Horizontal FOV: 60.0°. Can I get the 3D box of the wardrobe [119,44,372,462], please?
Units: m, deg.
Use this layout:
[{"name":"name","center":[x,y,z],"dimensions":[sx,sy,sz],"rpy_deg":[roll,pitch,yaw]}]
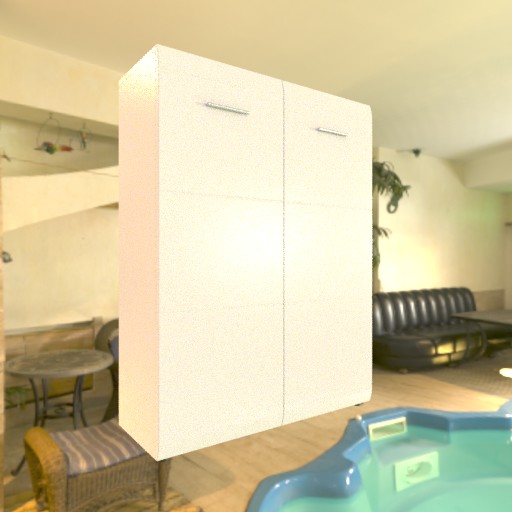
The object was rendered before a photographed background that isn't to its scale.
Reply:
[{"name":"wardrobe","center":[0.000,0.000,1.635],"dimensions":[0.900,1.200,0.360],"rpy_deg":[0,0,-35]}]
